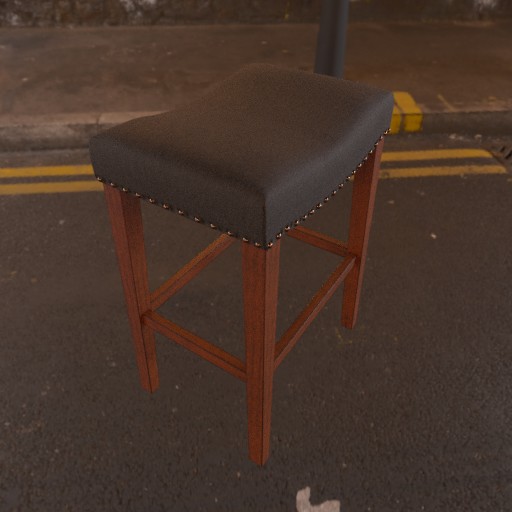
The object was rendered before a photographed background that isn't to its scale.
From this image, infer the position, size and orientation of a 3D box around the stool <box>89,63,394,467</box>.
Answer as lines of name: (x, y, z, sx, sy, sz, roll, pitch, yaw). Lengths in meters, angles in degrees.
stool: (0.000, 0.000, 0.867, 0.320, 0.612, 0.439, 23, 45, 25)
